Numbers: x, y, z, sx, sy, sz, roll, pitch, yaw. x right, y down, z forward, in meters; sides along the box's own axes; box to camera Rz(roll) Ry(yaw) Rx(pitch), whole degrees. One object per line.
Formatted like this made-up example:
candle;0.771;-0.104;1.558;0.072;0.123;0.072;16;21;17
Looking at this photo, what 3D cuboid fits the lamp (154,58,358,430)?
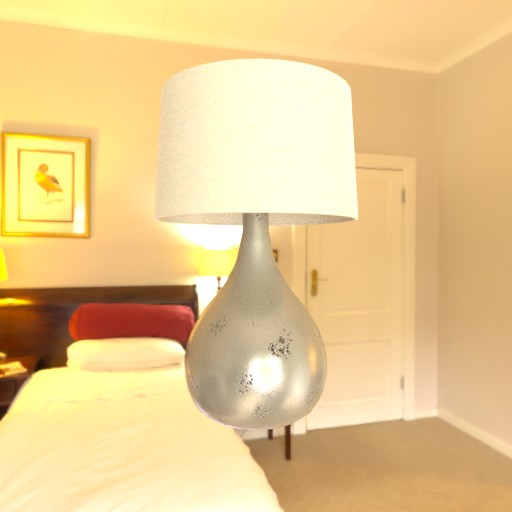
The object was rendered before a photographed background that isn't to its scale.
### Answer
lamp;0.000;0.000;0.736;0.330;0.521;0.330;0;1;0
